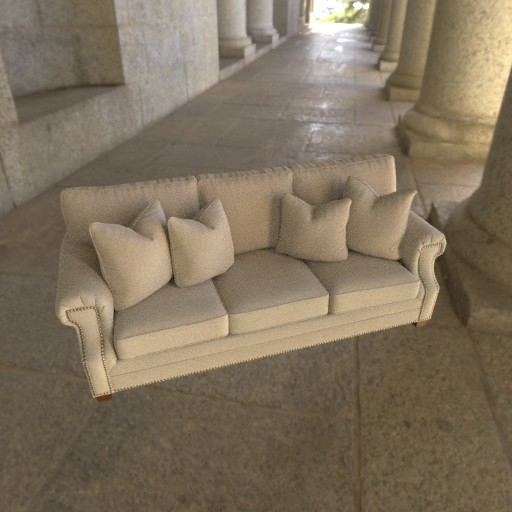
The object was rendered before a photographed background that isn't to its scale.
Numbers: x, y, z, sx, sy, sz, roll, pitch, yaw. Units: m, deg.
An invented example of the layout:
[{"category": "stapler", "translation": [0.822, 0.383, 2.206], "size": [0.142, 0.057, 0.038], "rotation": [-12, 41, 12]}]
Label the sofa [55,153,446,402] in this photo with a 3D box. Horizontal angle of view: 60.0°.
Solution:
[{"category": "sofa", "translation": [0.000, 0.000, 2.813], "size": [2.312, 0.975, 0.965], "rotation": [-9, 32, -16]}]
